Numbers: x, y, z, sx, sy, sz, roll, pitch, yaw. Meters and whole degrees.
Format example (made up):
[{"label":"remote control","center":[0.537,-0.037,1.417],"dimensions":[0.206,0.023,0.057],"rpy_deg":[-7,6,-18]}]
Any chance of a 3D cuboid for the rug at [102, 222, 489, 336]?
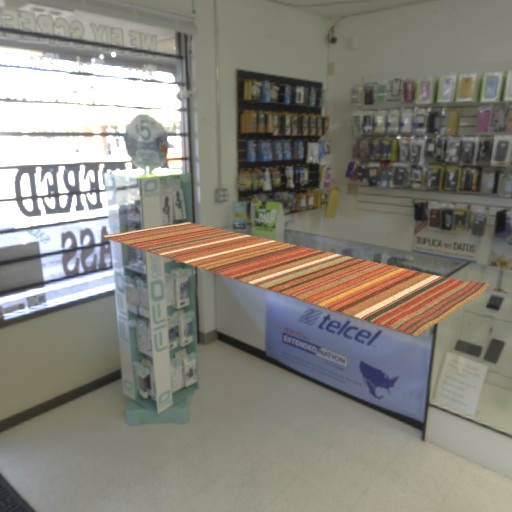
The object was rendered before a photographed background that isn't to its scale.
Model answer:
[{"label":"rug","center":[0.000,0.000,2.726],"dimensions":[2.444,0.030,0.799],"rpy_deg":[14,21,43]}]
